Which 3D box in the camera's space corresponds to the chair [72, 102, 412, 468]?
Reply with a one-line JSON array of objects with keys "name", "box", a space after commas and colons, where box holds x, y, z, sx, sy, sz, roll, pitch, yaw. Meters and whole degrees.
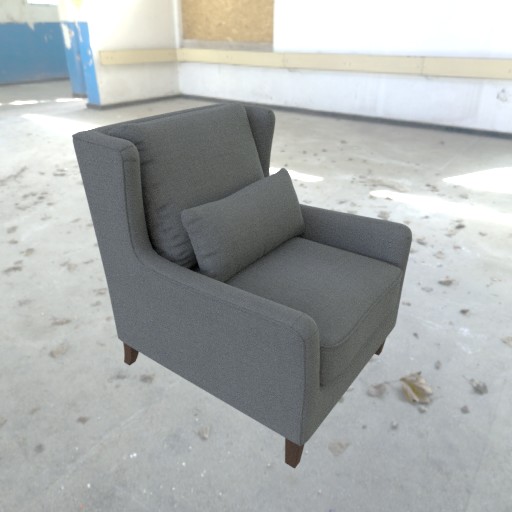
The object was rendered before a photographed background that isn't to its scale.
[{"name": "chair", "box": [0.000, 0.000, 1.789, 1.040, 1.056, 0.866, 19, 33, 32]}]
